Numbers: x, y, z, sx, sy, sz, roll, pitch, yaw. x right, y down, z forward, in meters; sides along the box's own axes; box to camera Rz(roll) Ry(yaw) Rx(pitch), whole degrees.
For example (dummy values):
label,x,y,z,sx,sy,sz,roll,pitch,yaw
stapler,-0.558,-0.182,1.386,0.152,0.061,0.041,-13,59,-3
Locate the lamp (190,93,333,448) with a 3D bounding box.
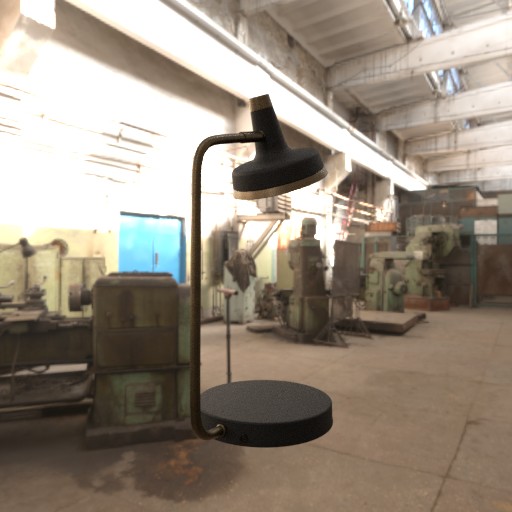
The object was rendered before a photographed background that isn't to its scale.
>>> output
label,x,y,z,sx,sy,sz,roll,pitch,yaw
lamp,0.000,0.000,0.511,0.162,0.385,0.218,0,0,34
